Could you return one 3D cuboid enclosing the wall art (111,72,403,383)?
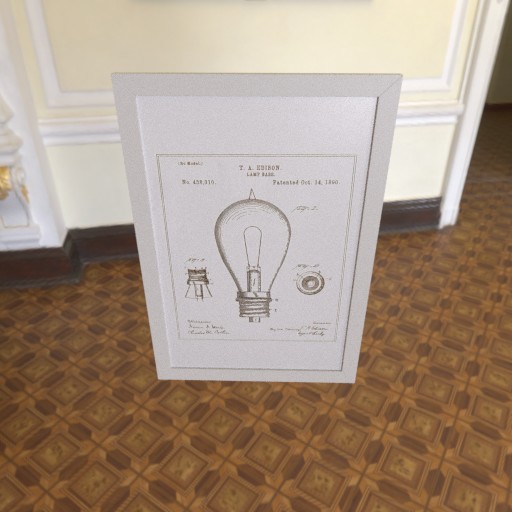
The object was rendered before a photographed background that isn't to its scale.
[{"bbox_3d":[0.000,0.000,0.617,0.325,0.474,0.010,1,30,1],"label":"wall art"}]
